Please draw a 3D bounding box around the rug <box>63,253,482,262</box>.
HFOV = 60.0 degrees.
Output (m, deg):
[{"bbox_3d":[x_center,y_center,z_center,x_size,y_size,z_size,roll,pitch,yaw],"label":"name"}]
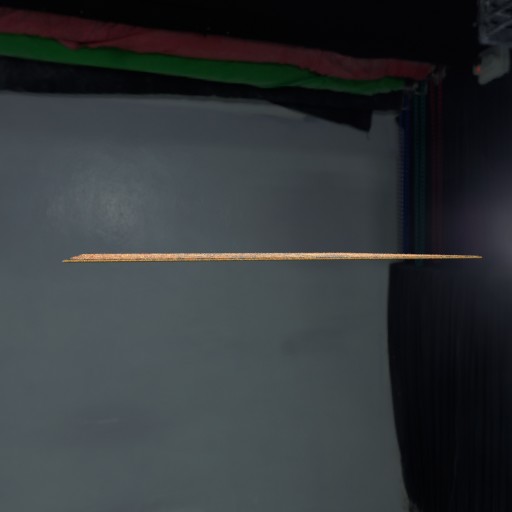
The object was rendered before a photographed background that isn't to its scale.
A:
[{"bbox_3d":[0.000,0.000,3.836,2.916,0.019,2.043,0,1,-19],"label":"rug"}]
